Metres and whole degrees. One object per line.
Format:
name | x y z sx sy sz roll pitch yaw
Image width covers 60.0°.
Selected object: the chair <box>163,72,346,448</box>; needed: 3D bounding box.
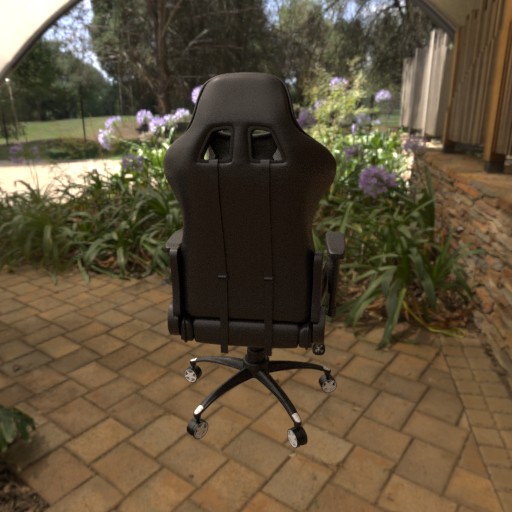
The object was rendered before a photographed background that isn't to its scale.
chair | 0.000 0.000 1.738 0.730 1.285 0.695 2 17 7
